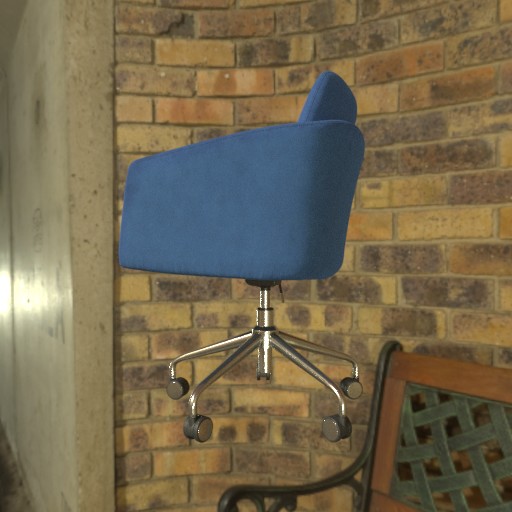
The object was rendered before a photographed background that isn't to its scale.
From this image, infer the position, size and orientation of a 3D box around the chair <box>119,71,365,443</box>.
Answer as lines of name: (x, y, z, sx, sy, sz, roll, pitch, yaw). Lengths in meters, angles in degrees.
chair: (0.000, 0.000, 1.339, 0.635, 0.908, 0.641, 0, 0, 18)
